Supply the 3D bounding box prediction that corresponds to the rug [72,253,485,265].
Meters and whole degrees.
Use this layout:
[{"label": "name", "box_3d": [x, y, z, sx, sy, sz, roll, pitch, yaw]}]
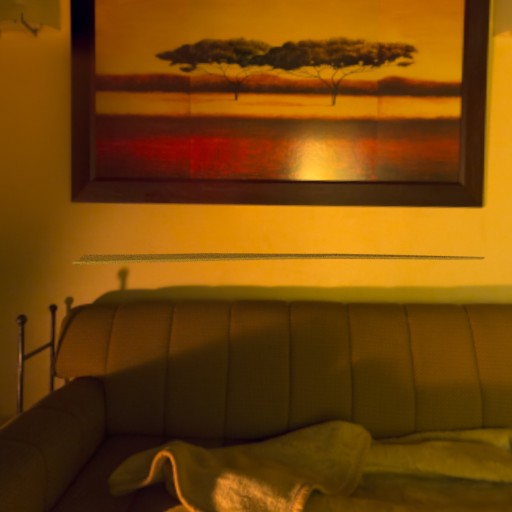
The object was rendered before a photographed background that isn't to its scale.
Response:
[{"label": "rug", "box_3d": [0.000, 0.000, 4.294, 3.202, 0.045, 2.434, 0, 1, -19]}]
